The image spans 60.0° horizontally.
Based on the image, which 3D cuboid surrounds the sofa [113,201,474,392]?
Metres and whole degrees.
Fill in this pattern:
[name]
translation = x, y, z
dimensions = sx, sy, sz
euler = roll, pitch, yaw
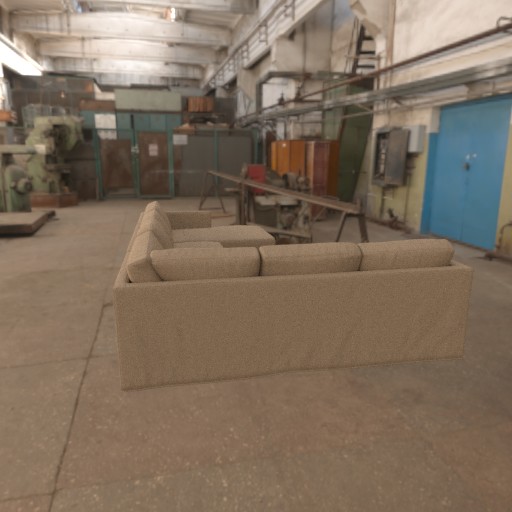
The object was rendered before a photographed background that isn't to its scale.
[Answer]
[sofa]
translation = 0.000, 0.000, 4.547
dimensions = 2.427, 0.882, 3.460
euler = -3, 14, -11
